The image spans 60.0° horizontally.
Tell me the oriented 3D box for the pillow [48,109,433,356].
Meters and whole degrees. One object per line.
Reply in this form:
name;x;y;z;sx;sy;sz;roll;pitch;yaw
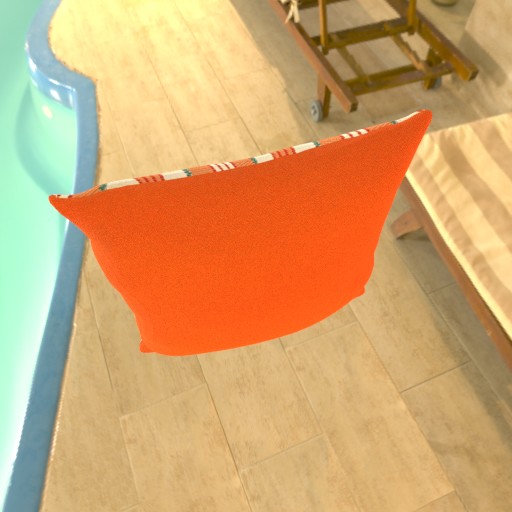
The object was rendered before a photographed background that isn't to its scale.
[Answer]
pillow;0.000;0.000;0.658;0.440;0.441;0.182;-14;59;-9
